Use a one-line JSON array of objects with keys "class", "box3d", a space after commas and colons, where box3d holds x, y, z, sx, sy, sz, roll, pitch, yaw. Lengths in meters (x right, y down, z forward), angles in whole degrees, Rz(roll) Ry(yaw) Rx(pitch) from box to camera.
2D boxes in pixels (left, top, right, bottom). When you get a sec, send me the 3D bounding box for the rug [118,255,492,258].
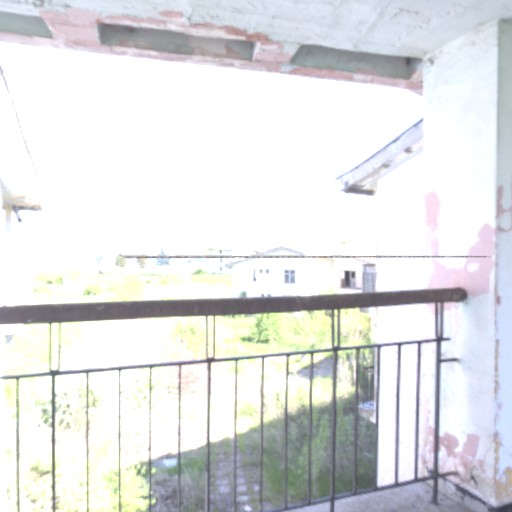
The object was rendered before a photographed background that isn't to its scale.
[{"class": "rug", "box3d": [0.000, 0.000, 4.105, 2.444, 0.013, 3.043, 0, 0, -18]}]
